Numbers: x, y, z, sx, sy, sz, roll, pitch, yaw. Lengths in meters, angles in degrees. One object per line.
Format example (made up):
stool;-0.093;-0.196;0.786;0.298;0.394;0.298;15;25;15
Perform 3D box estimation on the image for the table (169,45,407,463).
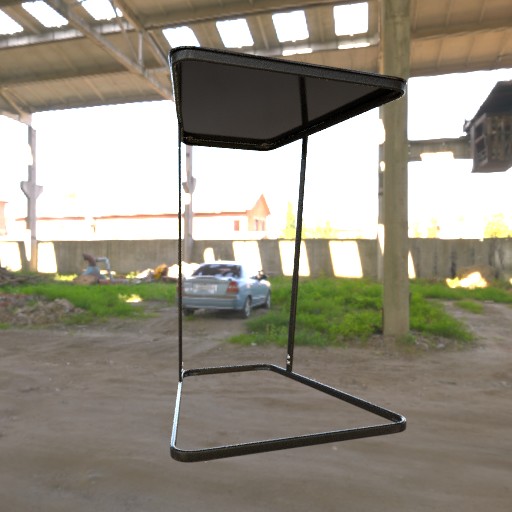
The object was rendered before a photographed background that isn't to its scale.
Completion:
table;0.000;0.000;0.952;0.427;0.624;0.500;0;-1;-18
